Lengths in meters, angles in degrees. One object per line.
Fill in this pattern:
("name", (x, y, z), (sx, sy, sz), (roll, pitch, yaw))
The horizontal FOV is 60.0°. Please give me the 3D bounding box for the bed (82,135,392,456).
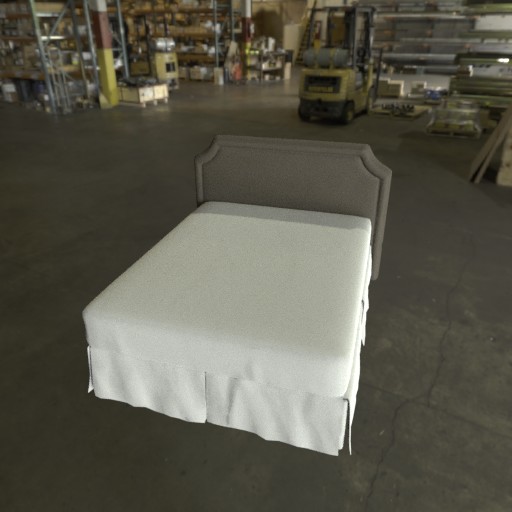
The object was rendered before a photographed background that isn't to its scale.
("bed", (0.000, 0.000, 3.318), (1.831, 1.297, 2.181), (8, 28, 14))
